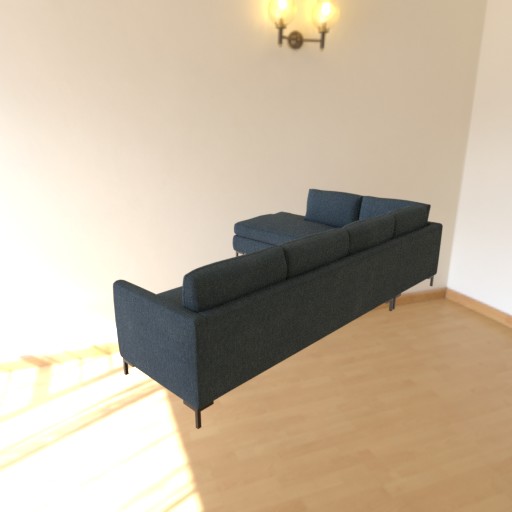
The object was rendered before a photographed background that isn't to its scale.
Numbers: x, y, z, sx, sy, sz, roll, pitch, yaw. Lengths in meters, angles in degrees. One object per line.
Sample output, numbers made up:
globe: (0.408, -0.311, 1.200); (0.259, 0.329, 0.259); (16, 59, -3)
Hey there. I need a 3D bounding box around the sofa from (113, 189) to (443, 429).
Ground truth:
sofa: (0.000, 0.000, 3.802); (2.007, 0.815, 2.949); (16, 23, 42)
